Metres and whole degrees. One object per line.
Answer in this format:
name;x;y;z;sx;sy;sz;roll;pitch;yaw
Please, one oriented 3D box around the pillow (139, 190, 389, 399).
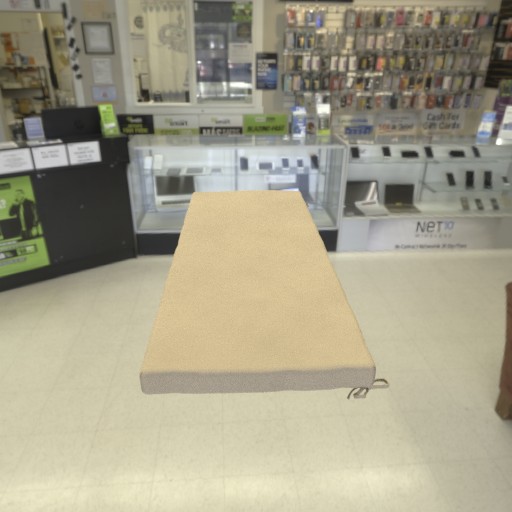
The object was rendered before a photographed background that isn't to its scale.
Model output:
pillow;0.000;0.000;1.361;0.492;0.081;1.187;-1;25;-2
